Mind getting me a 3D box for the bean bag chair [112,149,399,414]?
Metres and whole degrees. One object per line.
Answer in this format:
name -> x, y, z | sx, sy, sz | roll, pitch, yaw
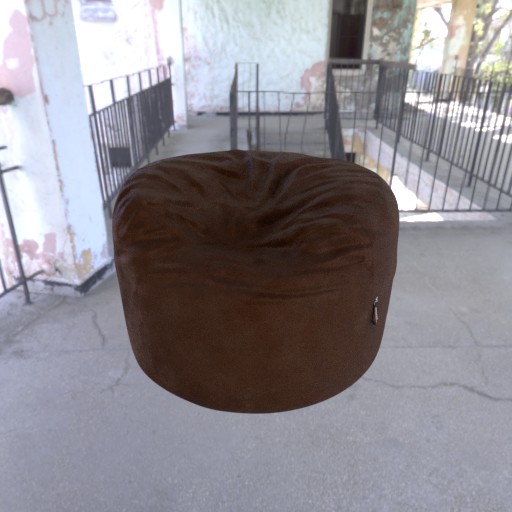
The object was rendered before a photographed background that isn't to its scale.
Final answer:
bean bag chair -> 0.000, 0.000, 1.519 | 0.918, 0.616, 0.918 | 0, 25, 0
